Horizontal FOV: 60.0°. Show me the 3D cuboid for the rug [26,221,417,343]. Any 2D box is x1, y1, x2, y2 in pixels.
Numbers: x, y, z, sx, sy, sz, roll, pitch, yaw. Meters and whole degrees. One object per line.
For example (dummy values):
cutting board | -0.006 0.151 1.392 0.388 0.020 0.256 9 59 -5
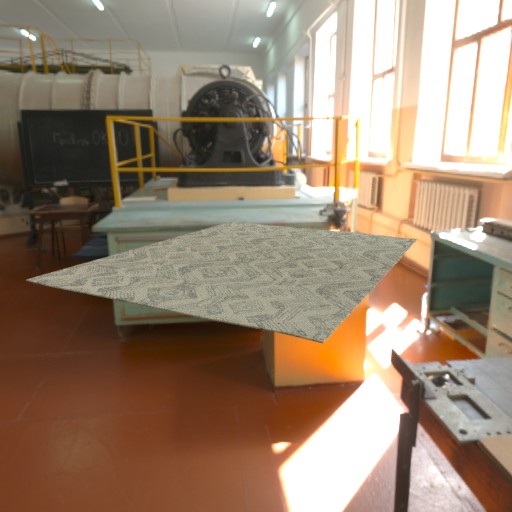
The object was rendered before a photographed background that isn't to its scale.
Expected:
rug | 0.000 0.000 4.178 2.430 0.030 3.054 8 16 27
